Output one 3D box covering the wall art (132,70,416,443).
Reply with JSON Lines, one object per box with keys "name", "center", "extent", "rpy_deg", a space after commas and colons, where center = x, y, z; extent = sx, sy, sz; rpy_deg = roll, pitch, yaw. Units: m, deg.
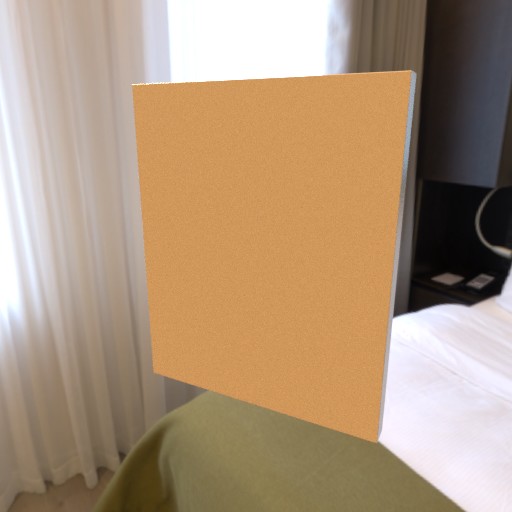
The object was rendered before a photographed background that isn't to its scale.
{"name": "wall art", "center": [0.000, 0.000, 0.740], "extent": [0.452, 0.549, 0.038], "rpy_deg": [9, 19, 26]}
